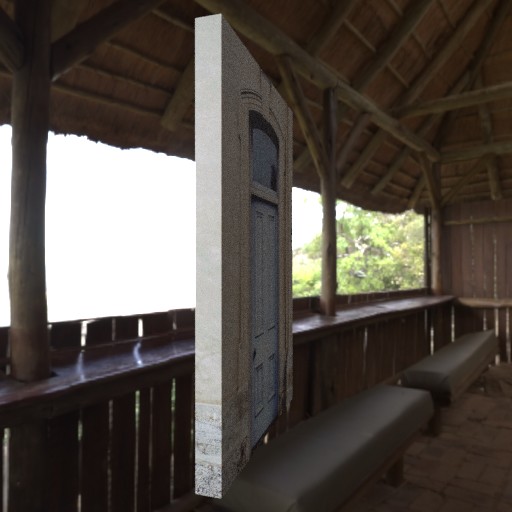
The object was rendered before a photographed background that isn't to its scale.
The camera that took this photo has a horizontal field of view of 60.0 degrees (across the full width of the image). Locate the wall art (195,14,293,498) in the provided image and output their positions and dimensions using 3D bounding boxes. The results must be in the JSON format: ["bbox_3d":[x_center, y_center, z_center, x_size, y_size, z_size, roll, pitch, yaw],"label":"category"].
[{"bbox_3d":[0.000,0.000,0.752,0.036,0.607,0.403,0,0,17],"label":"wall art"}]
